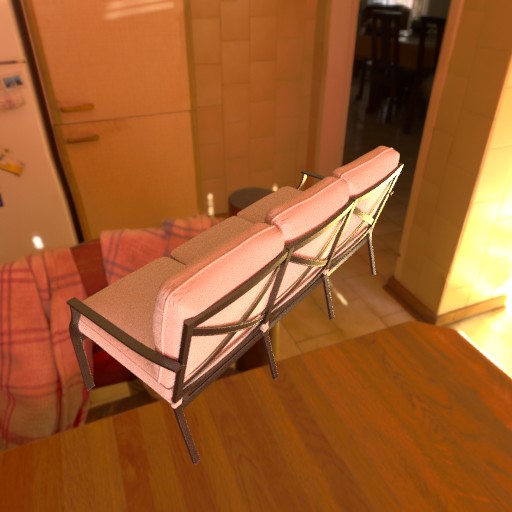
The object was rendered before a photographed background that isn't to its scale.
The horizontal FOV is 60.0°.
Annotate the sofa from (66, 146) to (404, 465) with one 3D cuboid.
[{"bbox_3d":[0.000,0.000,2.250,0.787,0.860,1.740,22,39,31],"label":"sofa"}]
